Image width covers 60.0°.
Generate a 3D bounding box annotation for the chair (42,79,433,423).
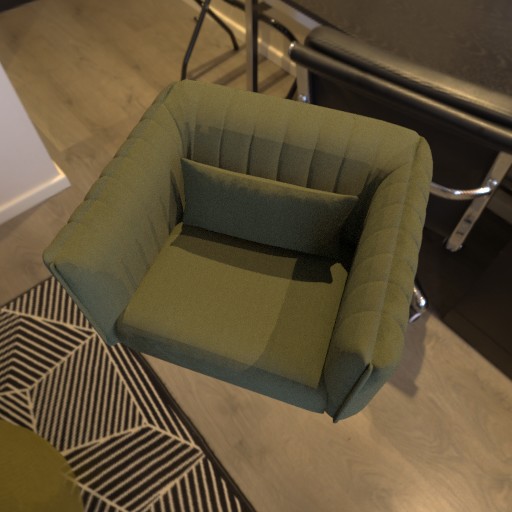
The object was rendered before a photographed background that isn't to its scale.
[{"bbox_3d":[0.000,0.000,1.626,1.032,0.794,0.877,16,59,10],"label":"chair"}]
